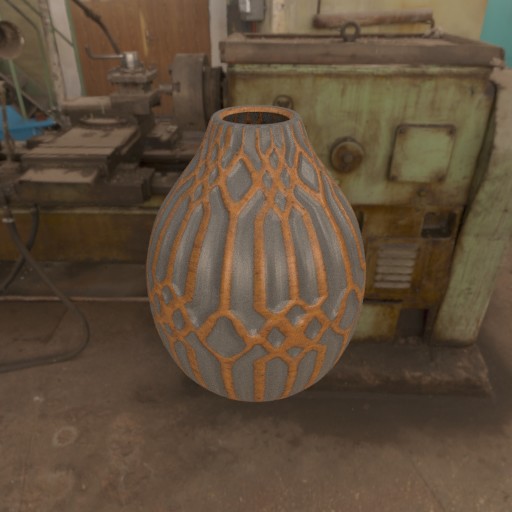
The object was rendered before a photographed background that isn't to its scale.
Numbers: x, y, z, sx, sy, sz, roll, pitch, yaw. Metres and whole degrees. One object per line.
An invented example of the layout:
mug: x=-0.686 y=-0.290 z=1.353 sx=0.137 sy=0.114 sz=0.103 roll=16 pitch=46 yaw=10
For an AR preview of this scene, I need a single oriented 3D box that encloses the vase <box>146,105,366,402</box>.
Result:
vase: x=0.000 y=0.000 z=0.140 sx=0.069 sy=0.088 sz=0.069 roll=0 pitch=31 yaw=0
